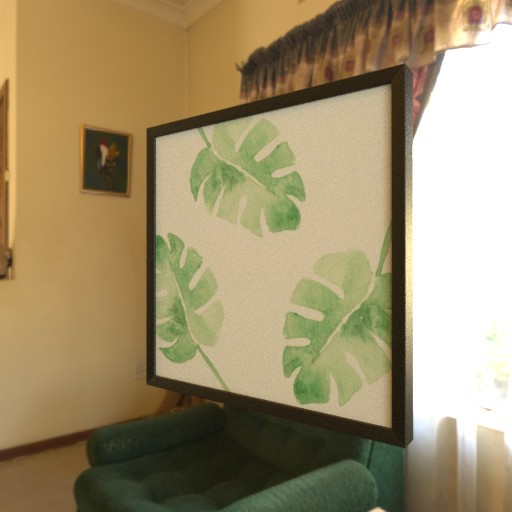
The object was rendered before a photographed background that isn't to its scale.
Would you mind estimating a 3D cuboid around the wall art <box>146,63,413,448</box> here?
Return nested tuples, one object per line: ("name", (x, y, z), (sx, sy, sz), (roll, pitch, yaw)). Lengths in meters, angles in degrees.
("wall art", (0.000, 0.000, 0.744), (0.508, 0.508, 0.036), (0, 0, 35))
